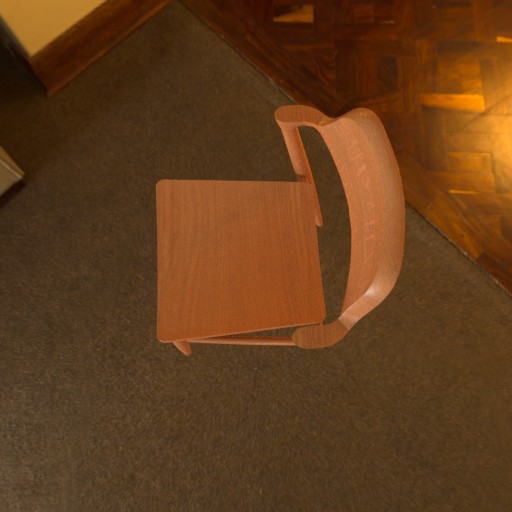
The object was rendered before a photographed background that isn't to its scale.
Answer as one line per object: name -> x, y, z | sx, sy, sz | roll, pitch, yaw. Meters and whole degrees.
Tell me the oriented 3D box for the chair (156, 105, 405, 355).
chair -> 0.000, 0.000, 1.128 | 0.499, 0.801, 0.496 | -3, 76, -1
